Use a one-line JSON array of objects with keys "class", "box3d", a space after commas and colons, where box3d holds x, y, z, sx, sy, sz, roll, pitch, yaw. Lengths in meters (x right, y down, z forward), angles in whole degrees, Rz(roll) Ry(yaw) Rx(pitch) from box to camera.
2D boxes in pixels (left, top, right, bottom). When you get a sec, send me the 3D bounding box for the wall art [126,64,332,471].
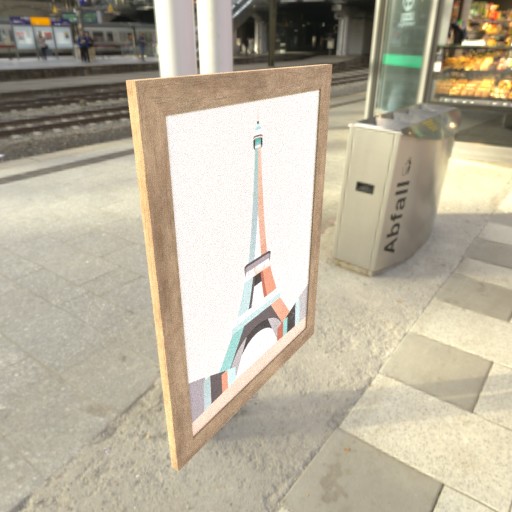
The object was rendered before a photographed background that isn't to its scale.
[{"class": "wall art", "box3d": [0.000, 0.000, 0.886, 0.018, 0.686, 0.534, 17, 31, 31]}]
